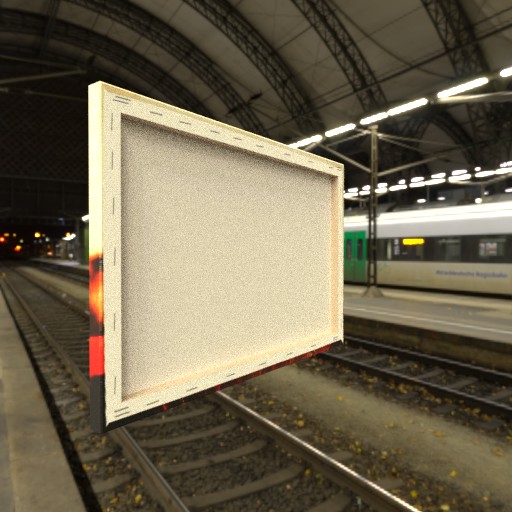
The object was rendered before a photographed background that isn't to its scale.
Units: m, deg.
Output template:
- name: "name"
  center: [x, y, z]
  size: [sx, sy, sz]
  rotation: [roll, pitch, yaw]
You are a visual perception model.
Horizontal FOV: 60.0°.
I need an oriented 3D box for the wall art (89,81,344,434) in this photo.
- name: "wall art"
  center: [0.000, 0.000, 1.129]
  size: [0.038, 0.602, 0.918]
  rotation: [0, 1, 37]
